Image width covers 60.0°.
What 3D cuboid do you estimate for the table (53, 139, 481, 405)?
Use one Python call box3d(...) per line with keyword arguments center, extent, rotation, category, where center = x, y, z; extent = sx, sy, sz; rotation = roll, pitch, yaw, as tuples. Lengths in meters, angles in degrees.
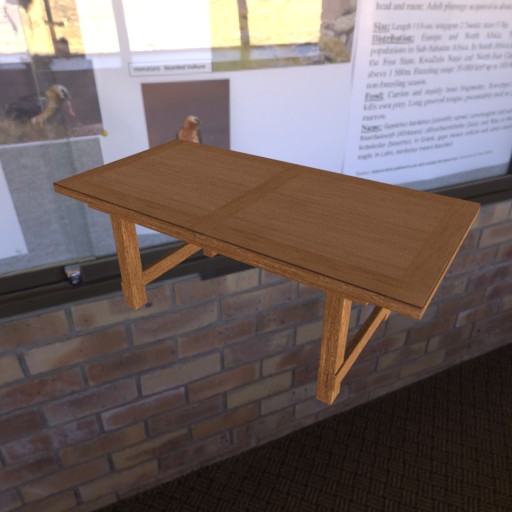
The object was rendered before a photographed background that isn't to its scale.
box3d(center=(0.000, 0.000, 2.477), extent=(1.982, 0.762, 1.000), rotation=(19, 36, 28), category="table")
